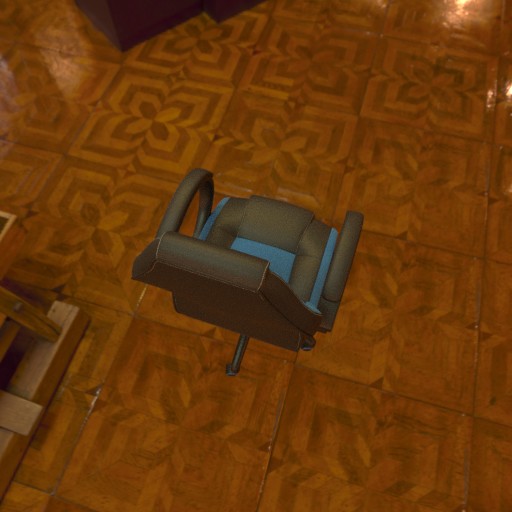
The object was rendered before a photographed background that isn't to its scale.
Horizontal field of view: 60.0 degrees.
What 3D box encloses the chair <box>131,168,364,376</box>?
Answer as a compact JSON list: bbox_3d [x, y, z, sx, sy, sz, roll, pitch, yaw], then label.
[{"bbox_3d":[0.000,0.000,1.645,0.673,1.187,0.724,17,64,9],"label":"chair"}]
